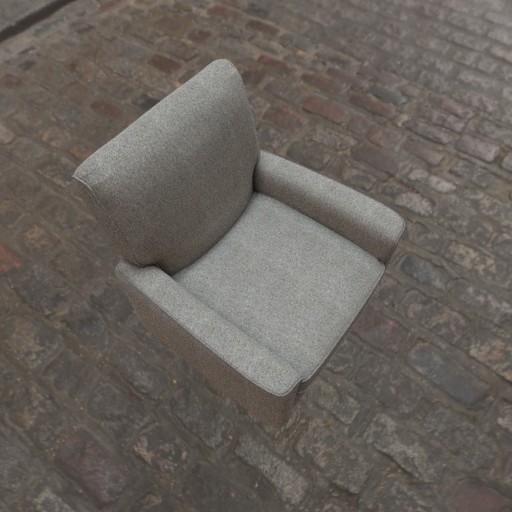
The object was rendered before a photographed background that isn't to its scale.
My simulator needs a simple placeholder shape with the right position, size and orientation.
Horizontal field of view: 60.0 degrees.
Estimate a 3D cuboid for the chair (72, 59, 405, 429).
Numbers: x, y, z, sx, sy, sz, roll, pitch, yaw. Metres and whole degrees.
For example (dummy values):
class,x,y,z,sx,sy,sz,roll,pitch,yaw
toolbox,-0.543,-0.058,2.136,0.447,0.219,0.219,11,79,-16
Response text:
class,x,y,z,sx,sy,sz,roll,pitch,yaw
chair,0.000,0.000,1.671,0.858,1.028,0.841,33,64,18
